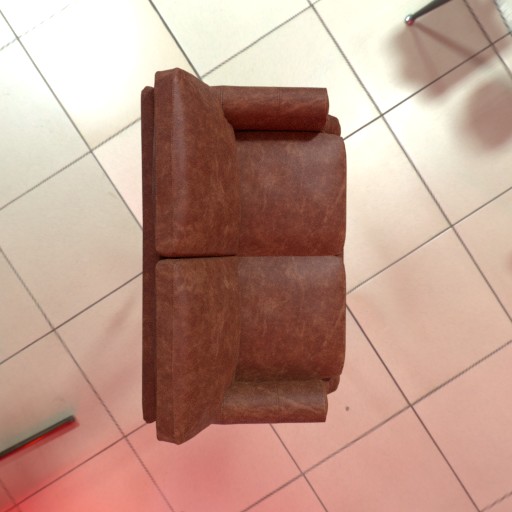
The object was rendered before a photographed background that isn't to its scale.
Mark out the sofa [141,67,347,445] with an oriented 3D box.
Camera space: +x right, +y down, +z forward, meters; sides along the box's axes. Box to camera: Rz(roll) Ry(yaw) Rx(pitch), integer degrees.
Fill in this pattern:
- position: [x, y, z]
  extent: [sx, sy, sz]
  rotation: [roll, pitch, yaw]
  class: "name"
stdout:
- position: [0.000, 0.000, 2.210]
  extent: [0.990, 0.967, 1.616]
  rotation: [0, 91, 0]
  class: "sofa"
